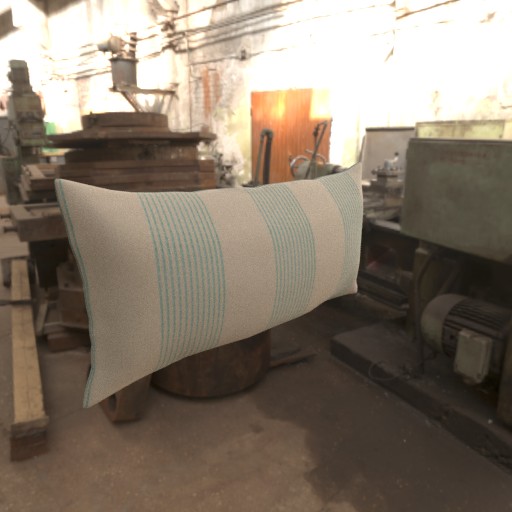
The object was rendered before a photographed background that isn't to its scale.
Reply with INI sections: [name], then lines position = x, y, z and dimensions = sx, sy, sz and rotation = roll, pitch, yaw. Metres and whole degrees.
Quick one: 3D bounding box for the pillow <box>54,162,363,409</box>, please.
[pillow]
position = 0.000, 0.000, 0.727
dimensions = 0.610, 0.287, 0.151
rotation = -14, 20, -42
